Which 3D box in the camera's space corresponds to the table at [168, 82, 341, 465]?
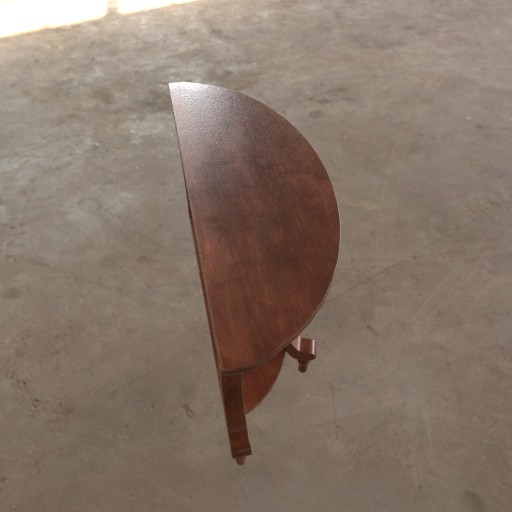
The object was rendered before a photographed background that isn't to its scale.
[{"bbox_3d":[0.000,0.000,1.505,0.394,0.699,1.198,-9,47,-9],"label":"table"}]
